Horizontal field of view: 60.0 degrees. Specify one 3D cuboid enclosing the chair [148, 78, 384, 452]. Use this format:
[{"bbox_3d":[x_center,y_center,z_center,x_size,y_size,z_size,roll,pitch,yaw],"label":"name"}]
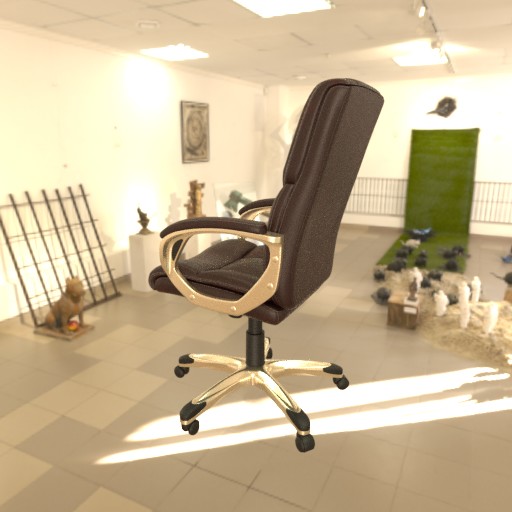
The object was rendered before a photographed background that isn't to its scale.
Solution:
[{"bbox_3d":[0.000,0.000,1.558,0.739,1.107,0.662,7,16,25],"label":"chair"}]
